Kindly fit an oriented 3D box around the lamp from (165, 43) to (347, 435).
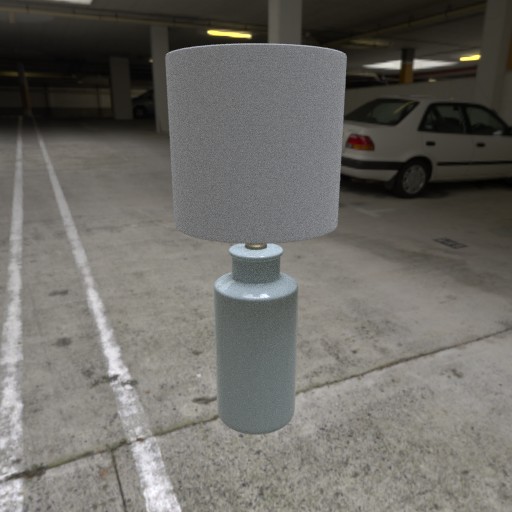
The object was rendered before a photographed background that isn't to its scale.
[{"bbox_3d":[0.000,0.000,0.600,0.212,0.493,0.212,-8,19,-25],"label":"lamp"}]
